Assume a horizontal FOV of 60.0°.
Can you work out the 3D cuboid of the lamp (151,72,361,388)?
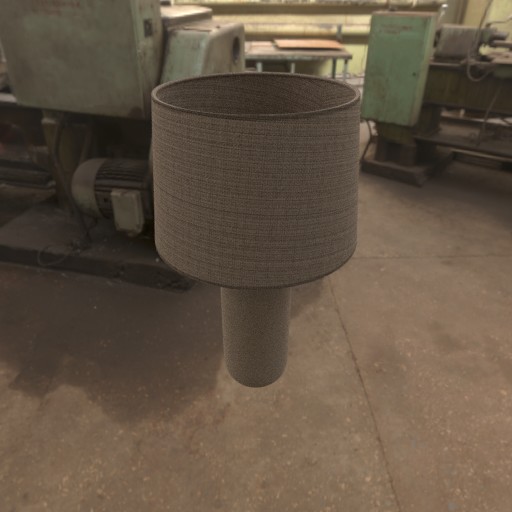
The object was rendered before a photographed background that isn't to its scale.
[{"bbox_3d":[0.000,0.000,0.848,0.367,0.609,0.367,0,32,0],"label":"lamp"}]
